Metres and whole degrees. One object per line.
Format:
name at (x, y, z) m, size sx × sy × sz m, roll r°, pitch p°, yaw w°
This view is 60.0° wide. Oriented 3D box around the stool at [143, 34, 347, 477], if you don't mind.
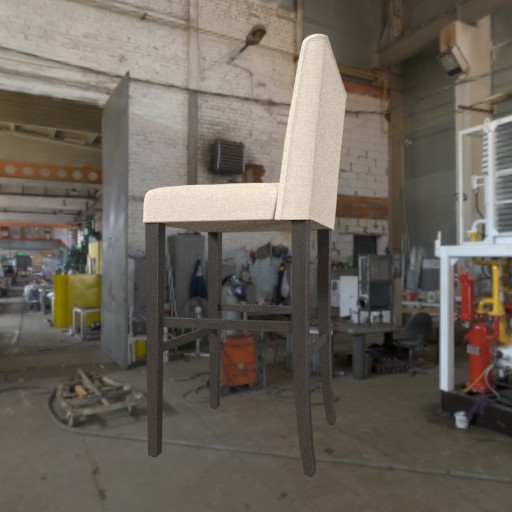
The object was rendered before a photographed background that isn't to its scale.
stool at (0.000, 0.000, 1.369) m, size 0.509 × 1.116 × 0.474 m, roll 0°, pitch -1°, yaw 18°
